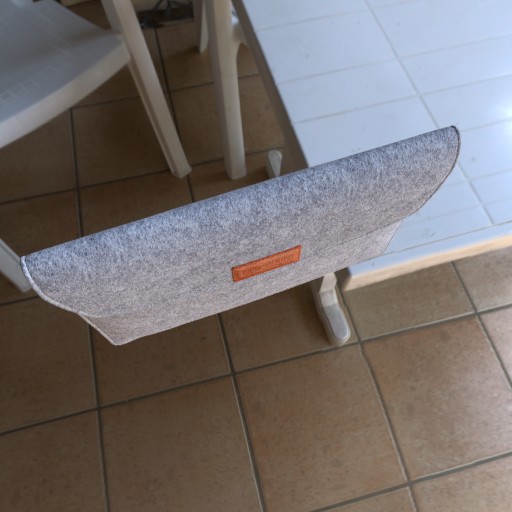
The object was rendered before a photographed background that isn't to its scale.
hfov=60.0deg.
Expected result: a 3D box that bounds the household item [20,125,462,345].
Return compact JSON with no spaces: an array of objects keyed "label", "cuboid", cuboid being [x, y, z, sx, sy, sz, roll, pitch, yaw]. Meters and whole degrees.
[{"label":"household item","cuboid":[0.000,0.000,0.418,0.335,0.221,0.057,-18,65,-9]}]
